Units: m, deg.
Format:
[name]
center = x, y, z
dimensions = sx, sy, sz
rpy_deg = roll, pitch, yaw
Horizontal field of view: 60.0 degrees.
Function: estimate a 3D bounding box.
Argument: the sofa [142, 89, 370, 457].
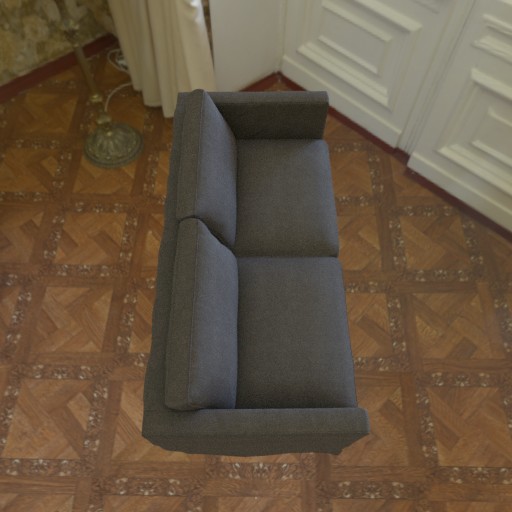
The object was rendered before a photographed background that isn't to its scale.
[sofa]
center = 0.000, 0.000, 2.470
dimensions = 0.953, 0.855, 1.982
rpy_deg = 0, 61, 0
